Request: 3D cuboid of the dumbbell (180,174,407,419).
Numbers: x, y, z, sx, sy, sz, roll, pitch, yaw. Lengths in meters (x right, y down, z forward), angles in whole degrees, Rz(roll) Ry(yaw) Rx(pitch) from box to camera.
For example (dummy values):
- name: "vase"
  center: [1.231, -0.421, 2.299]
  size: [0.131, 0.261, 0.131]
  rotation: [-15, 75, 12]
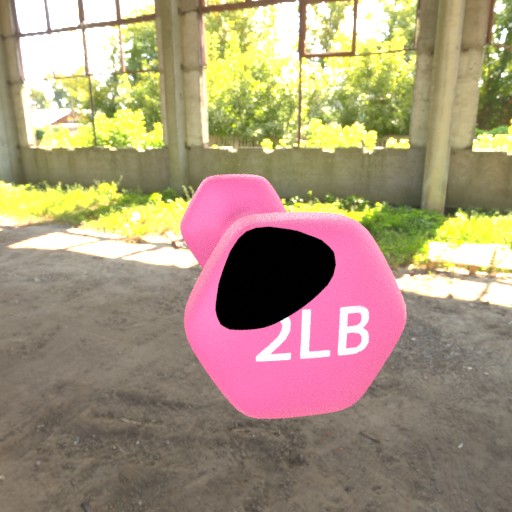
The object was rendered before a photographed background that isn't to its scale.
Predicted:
- name: "dumbbell"
  center: [0.000, 0.000, 0.172]
  size: [0.058, 0.053, 0.146]
  rotation: [-2, 15, -9]
